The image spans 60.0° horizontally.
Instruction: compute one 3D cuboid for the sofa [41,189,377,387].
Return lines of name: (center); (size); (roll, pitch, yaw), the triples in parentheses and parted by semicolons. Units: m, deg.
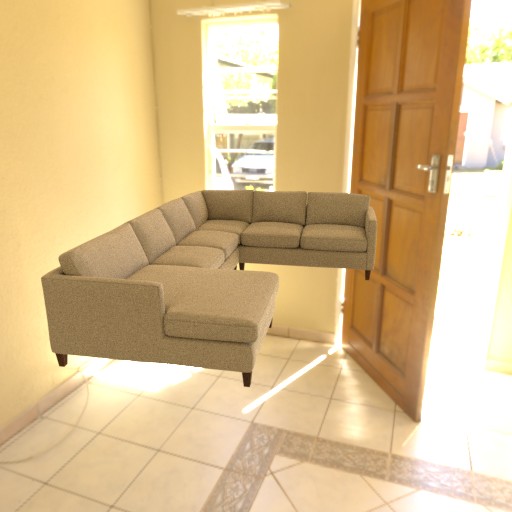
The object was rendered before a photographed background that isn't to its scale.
sofa: (0.000, 0.000, 4.659); (2.593, 0.959, 3.460); (3, 17, 10)
